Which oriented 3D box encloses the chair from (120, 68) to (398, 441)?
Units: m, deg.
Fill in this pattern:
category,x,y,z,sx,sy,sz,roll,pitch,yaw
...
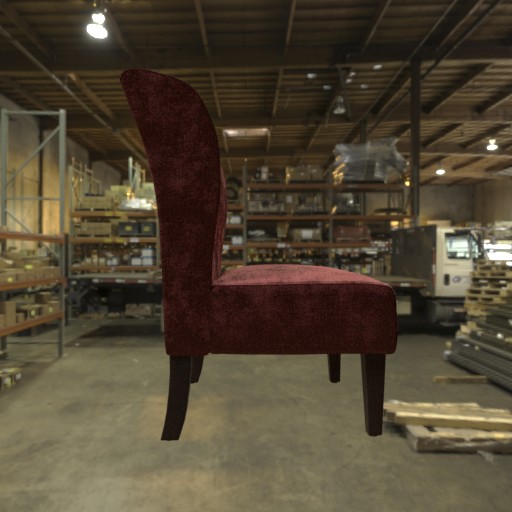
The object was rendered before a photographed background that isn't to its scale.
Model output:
category,x,y,z,sx,sy,sz,roll,pitch,yaw
chair,0.000,0.000,1.248,0.640,0.846,0.538,0,0,-2
